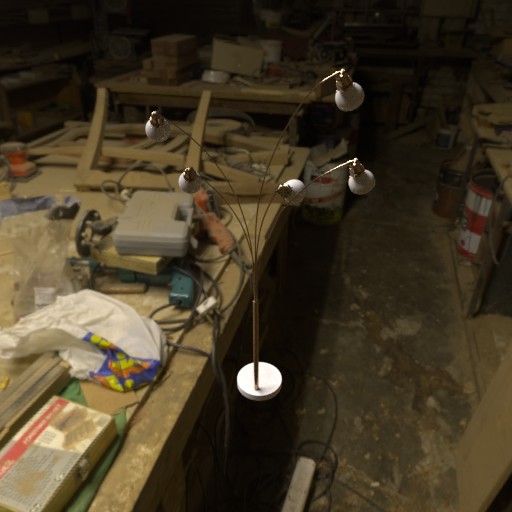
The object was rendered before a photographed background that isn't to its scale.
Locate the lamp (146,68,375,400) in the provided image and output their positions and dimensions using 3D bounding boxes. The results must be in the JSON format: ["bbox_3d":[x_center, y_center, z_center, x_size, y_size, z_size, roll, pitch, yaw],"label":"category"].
[{"bbox_3d":[0.000,0.000,2.991,1.405,2.423,0.361,9,32,14],"label":"lamp"}]
